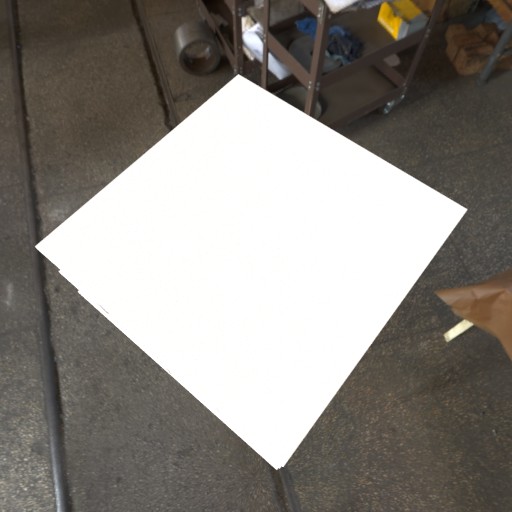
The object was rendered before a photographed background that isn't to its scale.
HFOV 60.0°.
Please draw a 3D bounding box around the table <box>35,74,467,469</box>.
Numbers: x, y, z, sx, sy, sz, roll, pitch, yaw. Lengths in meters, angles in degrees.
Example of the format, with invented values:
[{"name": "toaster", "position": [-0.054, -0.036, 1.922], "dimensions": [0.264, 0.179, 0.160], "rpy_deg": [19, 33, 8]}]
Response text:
[{"name": "table", "position": [0.000, 0.000, 1.138], "dimensions": [0.700, 0.289, 0.700], "rpy_deg": [36, 69, 17]}]
